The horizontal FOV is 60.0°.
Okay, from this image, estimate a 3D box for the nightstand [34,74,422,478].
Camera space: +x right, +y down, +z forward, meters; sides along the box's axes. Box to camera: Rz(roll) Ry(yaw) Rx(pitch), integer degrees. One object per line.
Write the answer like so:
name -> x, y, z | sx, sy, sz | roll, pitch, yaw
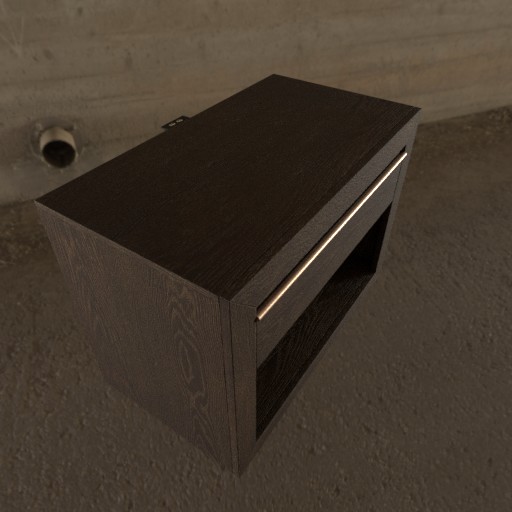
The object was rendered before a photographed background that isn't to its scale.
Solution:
nightstand -> 0.000, 0.000, 1.126 | 0.457, 0.612, 0.775 | 24, 47, 25
